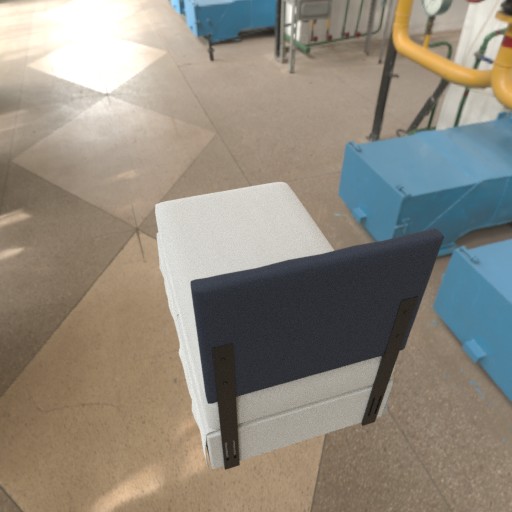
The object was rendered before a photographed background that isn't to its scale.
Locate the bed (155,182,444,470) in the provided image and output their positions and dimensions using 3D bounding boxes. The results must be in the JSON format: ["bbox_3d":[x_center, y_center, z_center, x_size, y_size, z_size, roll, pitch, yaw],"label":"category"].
[{"bbox_3d":[0.000,0.000,3.036,1.261,1.571,1.997,-12,42,-13],"label":"bed"}]
